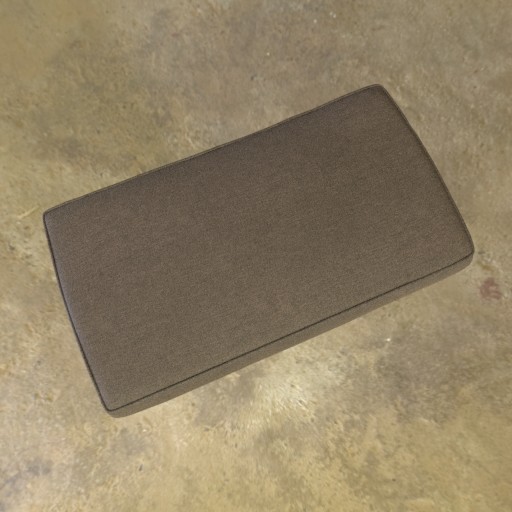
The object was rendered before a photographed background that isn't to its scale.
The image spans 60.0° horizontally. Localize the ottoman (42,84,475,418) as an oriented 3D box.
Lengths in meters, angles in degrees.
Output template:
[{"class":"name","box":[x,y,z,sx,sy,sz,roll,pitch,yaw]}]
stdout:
[{"class":"ottoman","box":[0.000,0.000,1.131,0.864,0.448,0.490,-22,77,-6]}]
